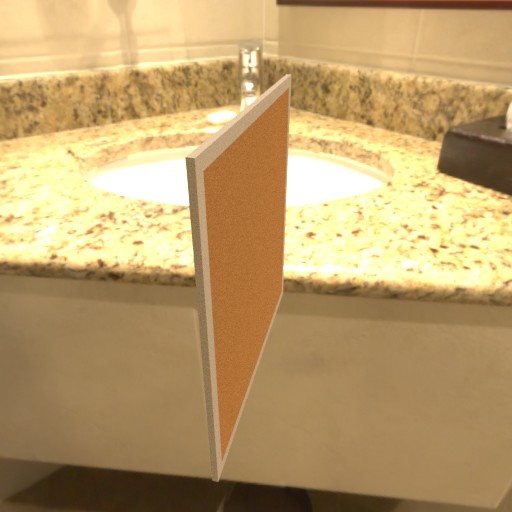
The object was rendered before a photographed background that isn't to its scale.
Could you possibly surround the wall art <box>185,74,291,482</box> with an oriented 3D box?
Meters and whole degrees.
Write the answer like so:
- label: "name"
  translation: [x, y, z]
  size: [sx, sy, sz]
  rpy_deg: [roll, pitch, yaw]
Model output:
- label: "wall art"
  translation: [0.000, 0.000, 0.682]
  size: [0.009, 0.457, 0.456]
  rpy_deg: [7, 32, 12]
